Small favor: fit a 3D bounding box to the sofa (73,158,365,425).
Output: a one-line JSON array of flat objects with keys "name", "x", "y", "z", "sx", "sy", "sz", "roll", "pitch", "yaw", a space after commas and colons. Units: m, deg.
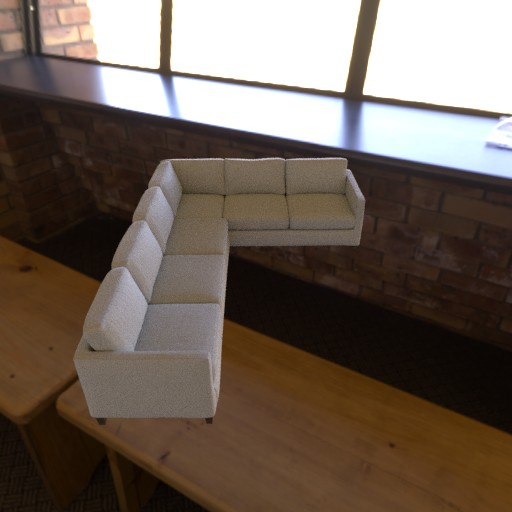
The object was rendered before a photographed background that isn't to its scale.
[{"name": "sofa", "x": 0.000, "y": 0.000, "z": 4.436, "sx": 2.522, "sy": 0.934, "sz": 3.333, "roll": 0, "pitch": 33, "yaw": -1}]
